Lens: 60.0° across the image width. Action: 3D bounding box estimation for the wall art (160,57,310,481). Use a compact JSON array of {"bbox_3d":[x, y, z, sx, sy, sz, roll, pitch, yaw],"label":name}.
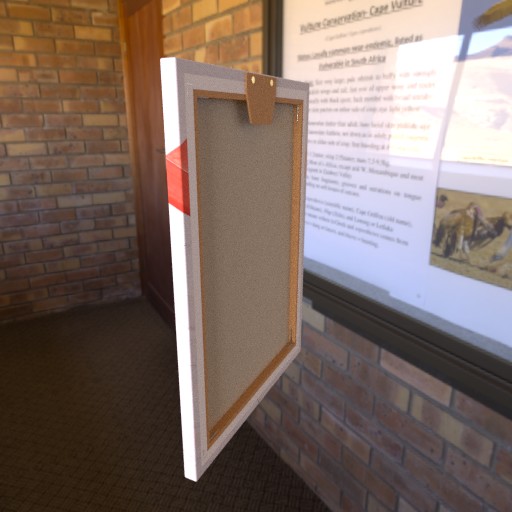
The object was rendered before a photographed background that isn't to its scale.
[{"bbox_3d":[0.000,0.000,1.330,0.045,1.014,0.759,8,19,25],"label":"wall art"}]
